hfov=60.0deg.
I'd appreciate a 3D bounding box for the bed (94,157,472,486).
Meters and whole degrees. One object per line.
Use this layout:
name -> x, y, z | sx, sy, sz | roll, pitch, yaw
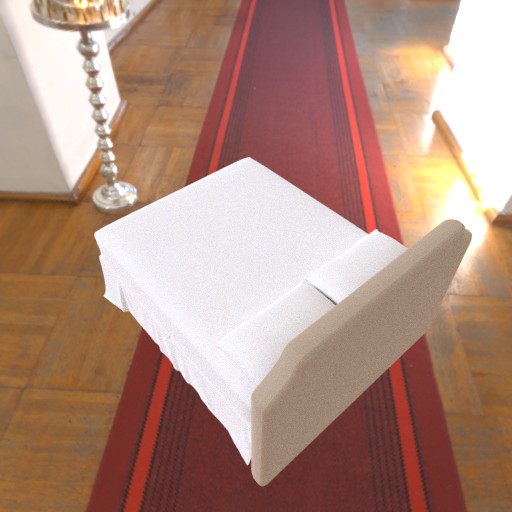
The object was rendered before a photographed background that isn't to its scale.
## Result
bed -> 0.000, 0.000, 3.306 | 1.828, 1.301, 2.204 | -32, 54, -27
